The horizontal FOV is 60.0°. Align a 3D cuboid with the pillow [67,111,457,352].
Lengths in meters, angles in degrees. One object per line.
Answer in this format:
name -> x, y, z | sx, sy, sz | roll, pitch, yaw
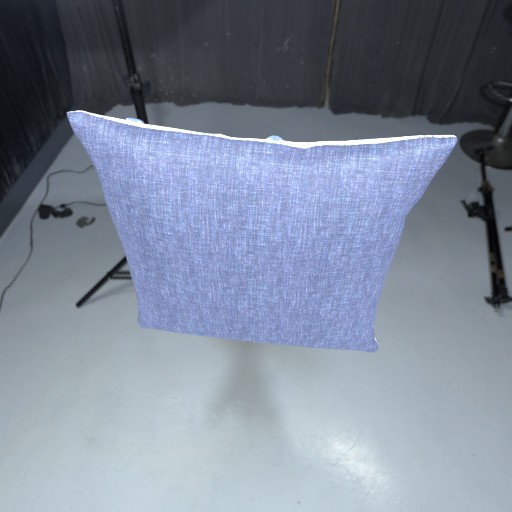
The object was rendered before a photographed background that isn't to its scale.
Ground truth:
pillow -> 0.000, 0.000, 0.755 | 0.510, 0.510, 0.145 | 5, 48, 5
